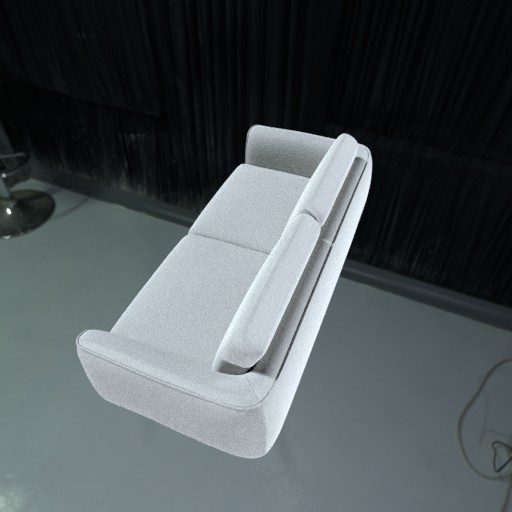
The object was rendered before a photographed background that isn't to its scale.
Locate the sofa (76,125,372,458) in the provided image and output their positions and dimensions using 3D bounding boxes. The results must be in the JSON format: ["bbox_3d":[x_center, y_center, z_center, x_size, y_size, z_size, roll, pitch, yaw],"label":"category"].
[{"bbox_3d":[0.000,0.000,2.480,0.920,0.850,2.000,16,47,16],"label":"sofa"}]
